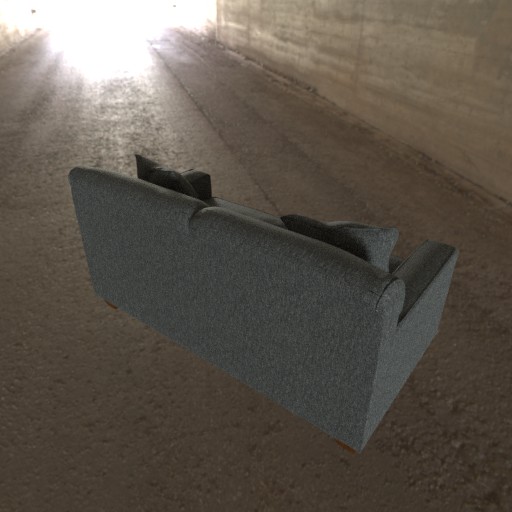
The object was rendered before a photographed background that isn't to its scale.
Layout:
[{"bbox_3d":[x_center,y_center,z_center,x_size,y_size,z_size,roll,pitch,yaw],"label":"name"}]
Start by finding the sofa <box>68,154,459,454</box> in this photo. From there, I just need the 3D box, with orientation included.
[{"bbox_3d":[0.000,0.000,2.435,1.846,0.958,0.998,22,37,32],"label":"sofa"}]
